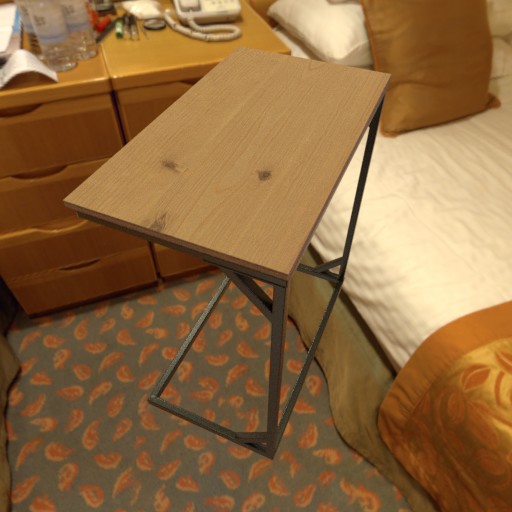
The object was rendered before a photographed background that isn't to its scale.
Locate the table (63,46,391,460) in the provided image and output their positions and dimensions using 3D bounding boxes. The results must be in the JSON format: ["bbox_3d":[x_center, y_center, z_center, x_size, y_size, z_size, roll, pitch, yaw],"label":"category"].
[{"bbox_3d":[0.000,0.000,1.028,0.351,0.673,0.597,18,50,16],"label":"table"}]
